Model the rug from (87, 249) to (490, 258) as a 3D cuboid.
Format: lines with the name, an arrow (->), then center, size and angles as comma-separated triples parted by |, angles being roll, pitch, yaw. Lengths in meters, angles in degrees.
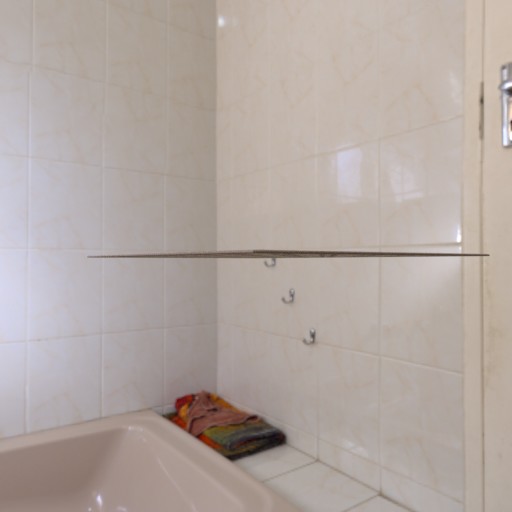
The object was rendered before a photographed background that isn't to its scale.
rug -> 0.000, 0.000, 2.936 | 1.600, 0.013, 2.260 | 0, -1, -35
